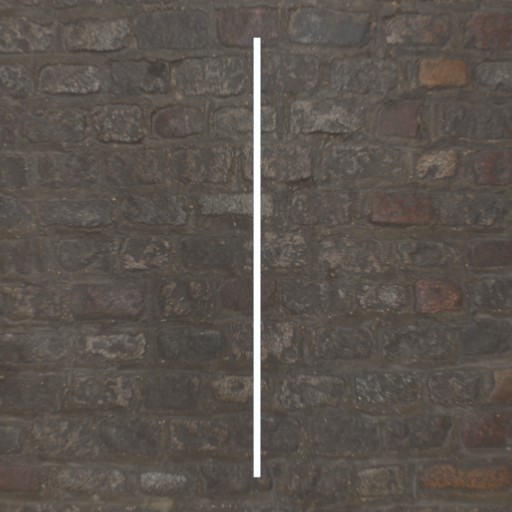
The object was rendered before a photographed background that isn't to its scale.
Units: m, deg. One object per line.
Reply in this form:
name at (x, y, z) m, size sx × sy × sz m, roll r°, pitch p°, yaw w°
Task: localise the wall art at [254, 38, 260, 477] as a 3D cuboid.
wall art at (0.000, 0.000, 0.688) m, size 0.007 × 0.456 × 0.456 m, roll 0°, pitch 91°, yaw 0°
